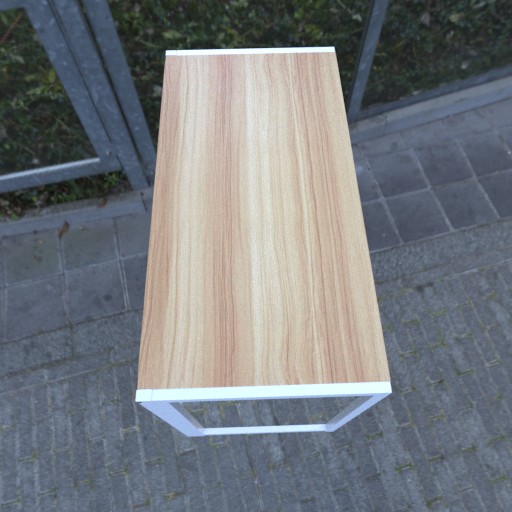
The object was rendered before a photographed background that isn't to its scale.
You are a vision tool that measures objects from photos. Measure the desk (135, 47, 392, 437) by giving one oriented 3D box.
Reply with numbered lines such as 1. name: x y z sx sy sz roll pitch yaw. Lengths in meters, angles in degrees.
1. desk: 0.000 0.000 1.441 0.508 0.762 1.016 -2 63 -1
